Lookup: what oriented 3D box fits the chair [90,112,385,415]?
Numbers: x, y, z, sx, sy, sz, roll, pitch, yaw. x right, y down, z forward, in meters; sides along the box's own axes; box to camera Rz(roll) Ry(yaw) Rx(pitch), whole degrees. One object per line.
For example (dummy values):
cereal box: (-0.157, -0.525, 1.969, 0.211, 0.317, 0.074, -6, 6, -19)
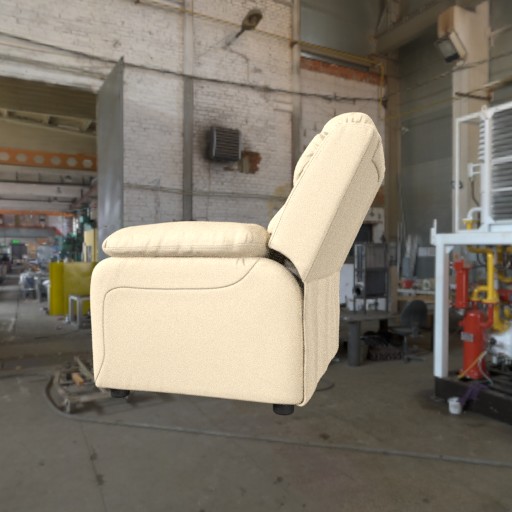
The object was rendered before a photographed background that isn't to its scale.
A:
chair: (0.000, 0.000, 1.282, 0.709, 0.702, 0.680, 0, 1, 18)
